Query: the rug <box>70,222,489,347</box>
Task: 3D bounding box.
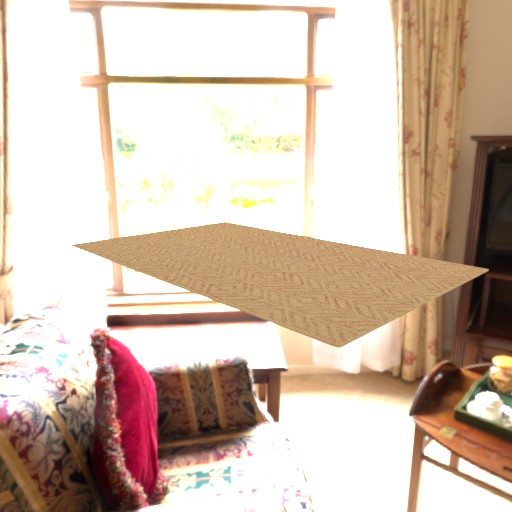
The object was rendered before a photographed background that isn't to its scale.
[{"bbox_3d":[0.000,0.000,2.976,1.523,0.008,2.438,-13,19,-43],"label":"rug"}]
